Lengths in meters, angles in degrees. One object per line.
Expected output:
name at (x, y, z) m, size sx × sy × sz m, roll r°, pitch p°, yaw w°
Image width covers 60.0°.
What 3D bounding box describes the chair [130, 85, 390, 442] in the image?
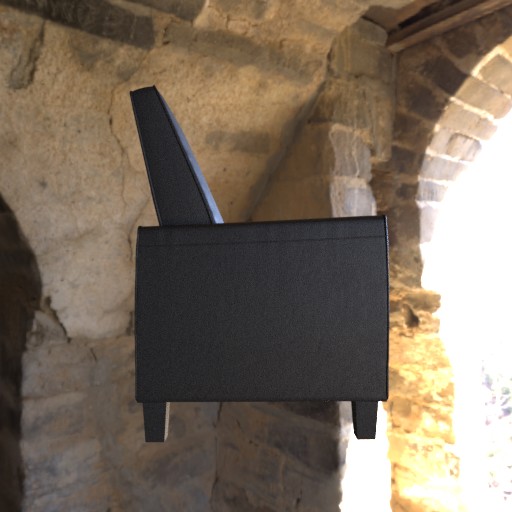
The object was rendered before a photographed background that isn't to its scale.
chair at (0.000, 0.000, 1.533) m, size 0.746 × 1.013 × 0.705 m, roll 0°, pitch -1°, yaw -1°
